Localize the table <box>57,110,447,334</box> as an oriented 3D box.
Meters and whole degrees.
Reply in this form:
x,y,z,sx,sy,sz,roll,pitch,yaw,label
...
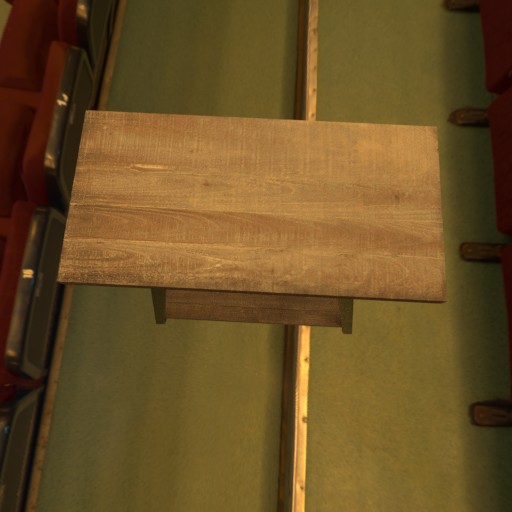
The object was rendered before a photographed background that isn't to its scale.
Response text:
x,y,z,sx,sy,sz,roll,pitch,yaw,label
0.000,0.000,1.054,0.599,0.701,0.300,3,75,1,table
